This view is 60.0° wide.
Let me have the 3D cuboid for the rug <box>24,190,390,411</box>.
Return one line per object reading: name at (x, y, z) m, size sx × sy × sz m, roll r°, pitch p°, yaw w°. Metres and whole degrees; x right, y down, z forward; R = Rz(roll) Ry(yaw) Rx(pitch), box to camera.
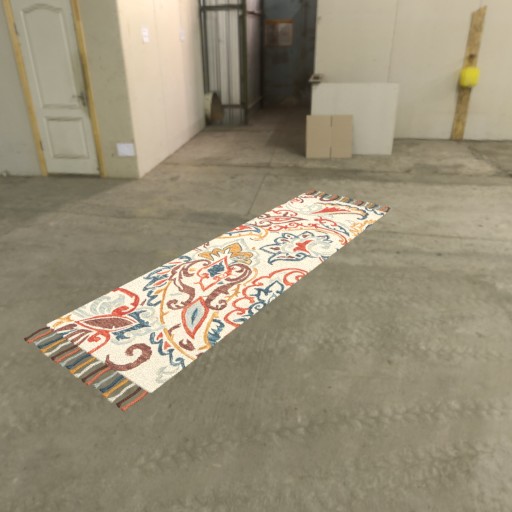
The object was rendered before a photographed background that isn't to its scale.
rug at (0.000, 0.000, 2.845) m, size 0.763 × 0.015 × 2.682 m, roll 19°, pitch 33°, yaw 32°
